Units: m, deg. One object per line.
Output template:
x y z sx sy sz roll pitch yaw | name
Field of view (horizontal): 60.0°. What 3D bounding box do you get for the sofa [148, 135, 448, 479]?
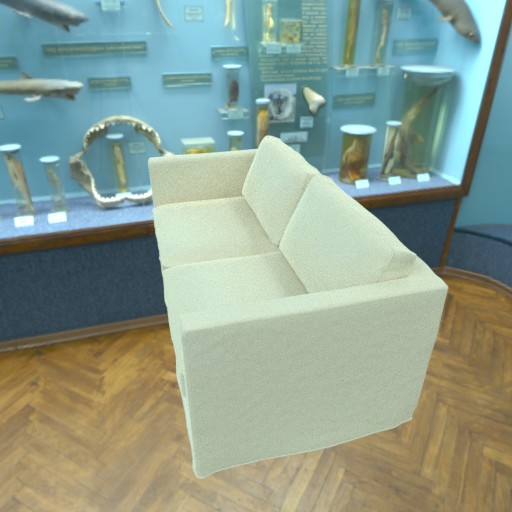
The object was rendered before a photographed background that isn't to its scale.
0.000 0.000 2.290 0.962 0.834 1.746 -8 31 -13 | sofa
